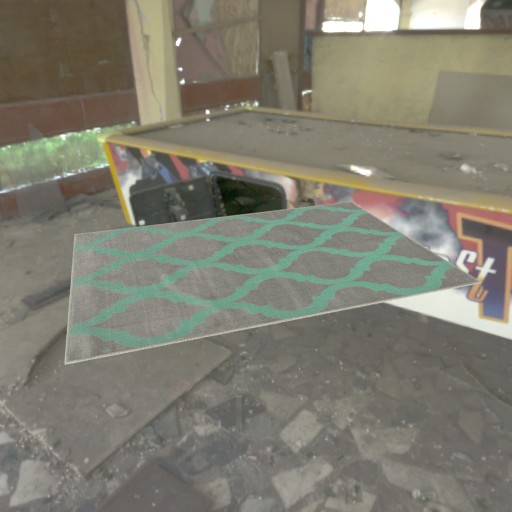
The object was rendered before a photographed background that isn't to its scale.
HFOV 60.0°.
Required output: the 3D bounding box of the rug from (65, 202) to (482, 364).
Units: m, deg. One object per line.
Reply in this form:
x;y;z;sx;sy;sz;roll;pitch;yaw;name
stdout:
0.000;0.000;2.923;2.286;0.006;1.524;-8;27;-17;rug
